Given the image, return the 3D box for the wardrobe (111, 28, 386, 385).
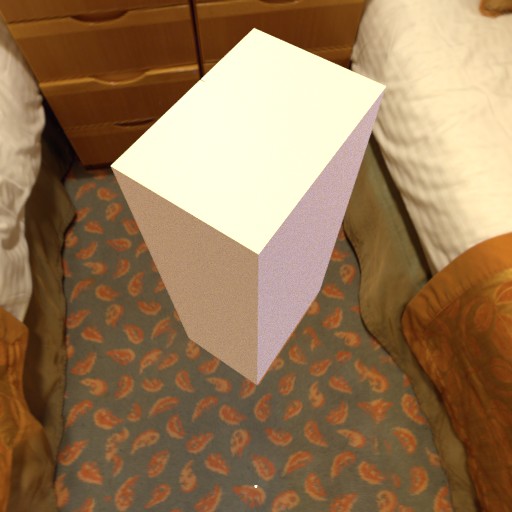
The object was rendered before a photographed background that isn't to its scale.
[{"bbox_3d":[0.000,0.000,2.484,0.600,2.040,0.860,31,67,15],"label":"wardrobe"}]
